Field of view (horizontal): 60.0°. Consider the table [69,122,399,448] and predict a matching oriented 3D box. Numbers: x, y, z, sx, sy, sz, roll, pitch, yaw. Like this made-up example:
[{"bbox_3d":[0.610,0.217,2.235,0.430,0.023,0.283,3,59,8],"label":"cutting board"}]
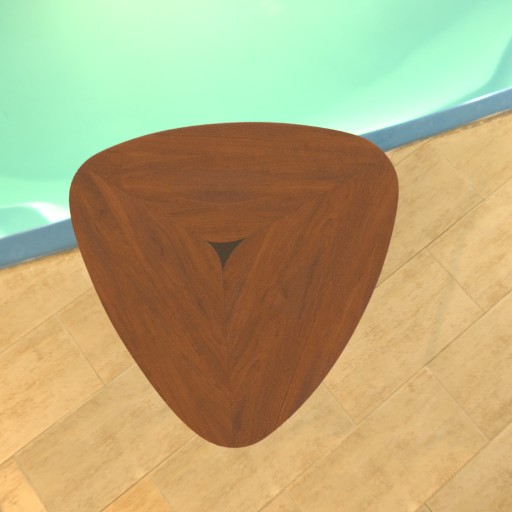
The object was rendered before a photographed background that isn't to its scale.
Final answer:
[{"bbox_3d":[0.000,0.000,1.314,0.821,0.413,0.833,-31,77,-8],"label":"table"}]
